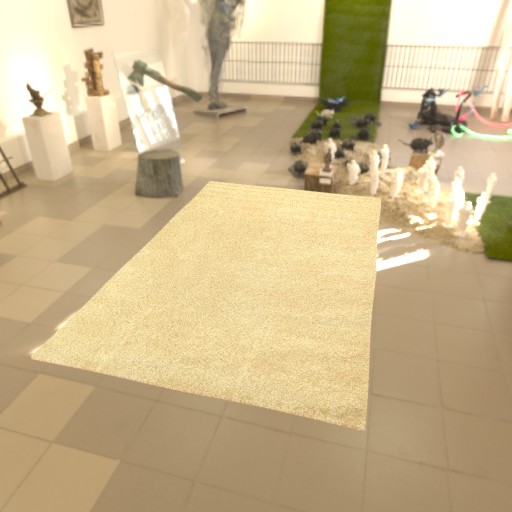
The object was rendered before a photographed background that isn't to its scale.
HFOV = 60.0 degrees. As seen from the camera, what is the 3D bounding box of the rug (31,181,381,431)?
[{"bbox_3d":[0.000,0.000,2.842,1.500,0.025,2.346,8,31,13],"label":"rug"}]
